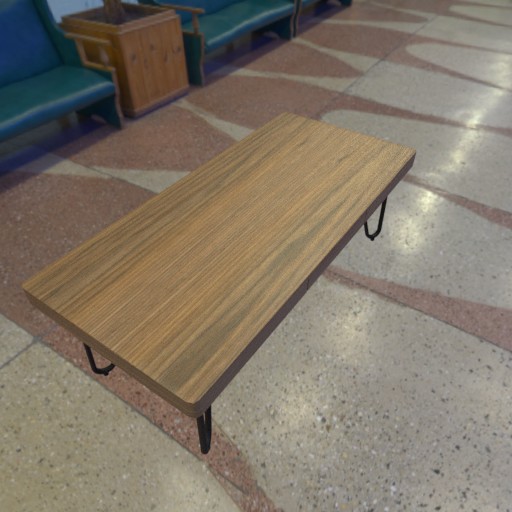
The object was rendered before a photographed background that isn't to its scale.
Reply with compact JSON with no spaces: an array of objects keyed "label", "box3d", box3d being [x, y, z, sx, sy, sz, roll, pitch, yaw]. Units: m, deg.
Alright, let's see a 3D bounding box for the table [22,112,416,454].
[{"label":"table","box3d":[0.000,0.000,1.657,0.637,0.468,1.375,25,48,25]}]
